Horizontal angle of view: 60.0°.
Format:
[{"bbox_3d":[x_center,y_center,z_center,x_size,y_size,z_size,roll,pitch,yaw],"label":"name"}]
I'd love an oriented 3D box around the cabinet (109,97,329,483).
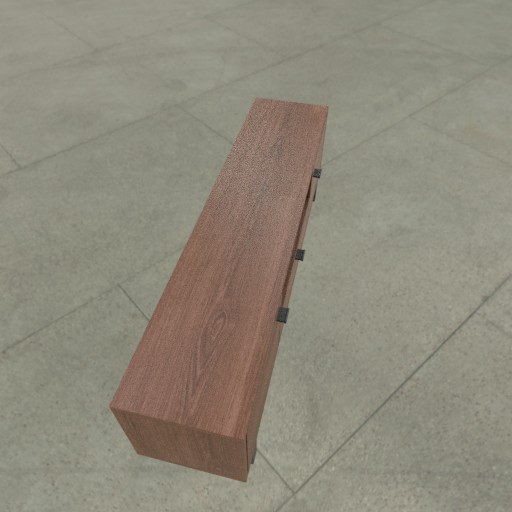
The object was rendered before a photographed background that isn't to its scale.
[{"bbox_3d":[0.000,0.000,1.858,0.400,0.500,1.650,10,49,9],"label":"cabinet"}]
